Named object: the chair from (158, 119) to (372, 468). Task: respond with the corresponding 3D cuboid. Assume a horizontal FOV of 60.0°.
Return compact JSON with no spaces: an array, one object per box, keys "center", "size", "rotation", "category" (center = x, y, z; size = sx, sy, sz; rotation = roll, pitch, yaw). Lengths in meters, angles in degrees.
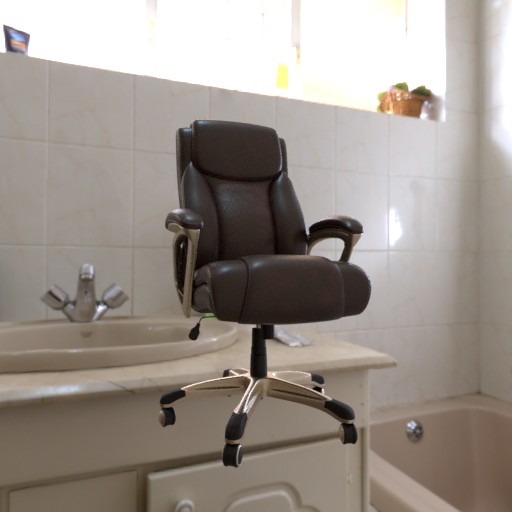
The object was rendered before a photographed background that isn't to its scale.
[{"center":[0.000,0.000,1.637],"size":[0.692,1.194,0.749],"rotation":[0,-1,-19],"category":"chair"}]
